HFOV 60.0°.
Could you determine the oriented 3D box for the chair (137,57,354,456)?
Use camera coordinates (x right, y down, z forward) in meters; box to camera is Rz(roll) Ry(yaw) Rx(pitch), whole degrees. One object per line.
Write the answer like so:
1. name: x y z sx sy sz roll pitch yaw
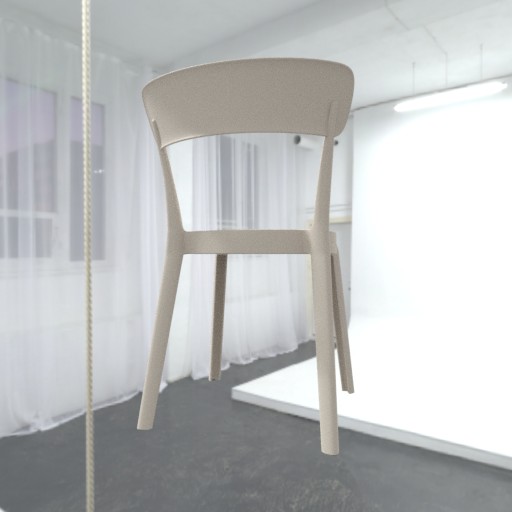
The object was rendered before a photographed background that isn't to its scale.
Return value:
1. chair: 0.000 0.000 1.122 0.506 0.790 0.491 0 0 17
